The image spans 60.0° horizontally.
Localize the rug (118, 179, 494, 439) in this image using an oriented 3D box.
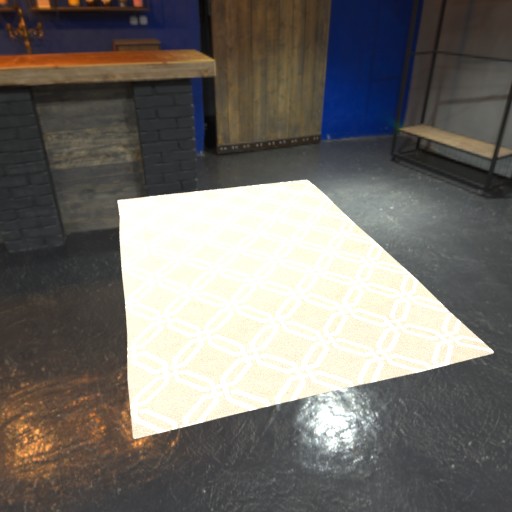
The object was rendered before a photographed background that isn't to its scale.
[{"bbox_3d":[0.000,0.000,2.589,1.524,0.013,2.135,-9,32,-14],"label":"rug"}]
